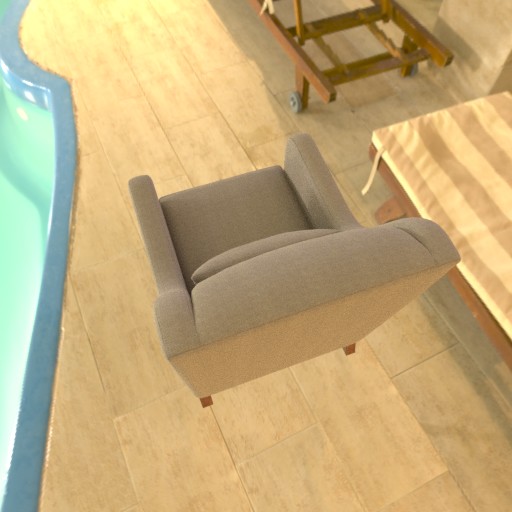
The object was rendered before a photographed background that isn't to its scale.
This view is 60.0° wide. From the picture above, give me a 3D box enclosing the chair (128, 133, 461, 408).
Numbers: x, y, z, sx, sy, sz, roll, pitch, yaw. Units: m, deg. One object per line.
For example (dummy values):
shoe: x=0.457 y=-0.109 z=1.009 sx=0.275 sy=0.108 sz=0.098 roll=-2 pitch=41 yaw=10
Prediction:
chair: x=0.000 y=0.000 z=1.577 sx=0.715 sy=1.017 sz=0.890 roll=-17 pitch=60 yaw=-10
